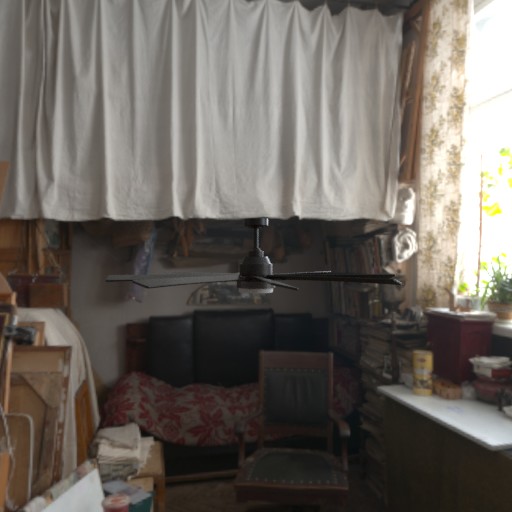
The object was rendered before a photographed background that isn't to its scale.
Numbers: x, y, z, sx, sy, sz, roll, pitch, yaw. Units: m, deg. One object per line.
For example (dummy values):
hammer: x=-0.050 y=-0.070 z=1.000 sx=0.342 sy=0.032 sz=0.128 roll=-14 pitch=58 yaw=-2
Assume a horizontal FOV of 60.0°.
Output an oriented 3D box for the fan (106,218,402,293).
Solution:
fan: x=0.000 y=0.000 z=2.825 sx=1.830 sy=0.472 sz=1.830 roll=0 pitch=0 yaw=37
